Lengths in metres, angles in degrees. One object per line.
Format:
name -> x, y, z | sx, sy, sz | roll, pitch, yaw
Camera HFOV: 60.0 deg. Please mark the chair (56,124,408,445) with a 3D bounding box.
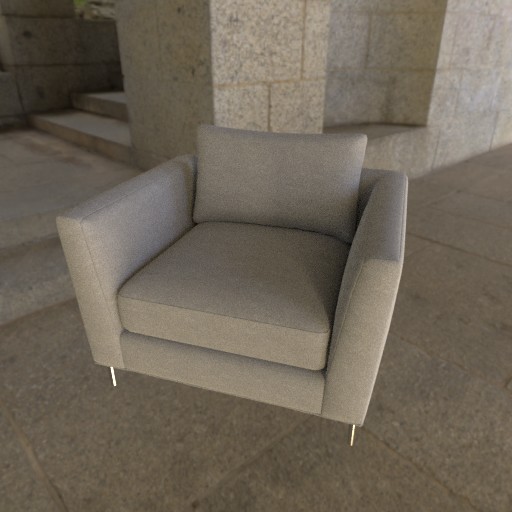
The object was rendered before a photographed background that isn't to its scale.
chair -> 0.000, 0.000, 1.700 | 1.041, 0.864, 0.889 | 8, 27, 16
